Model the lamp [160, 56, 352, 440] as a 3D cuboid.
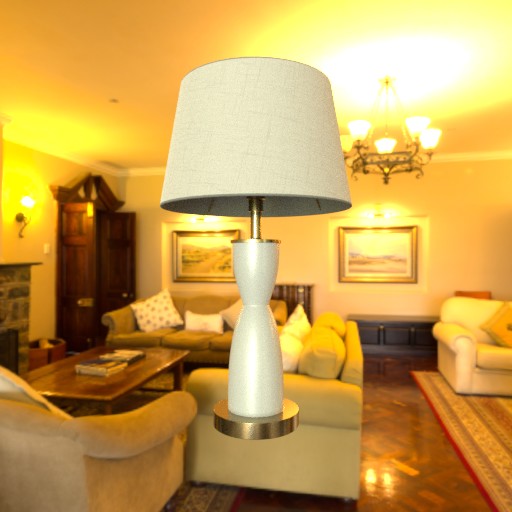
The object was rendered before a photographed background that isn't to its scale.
[{"bbox_3d":[0.000,0.000,0.727,0.309,0.545,0.309,0,0,0],"label":"lamp"}]
